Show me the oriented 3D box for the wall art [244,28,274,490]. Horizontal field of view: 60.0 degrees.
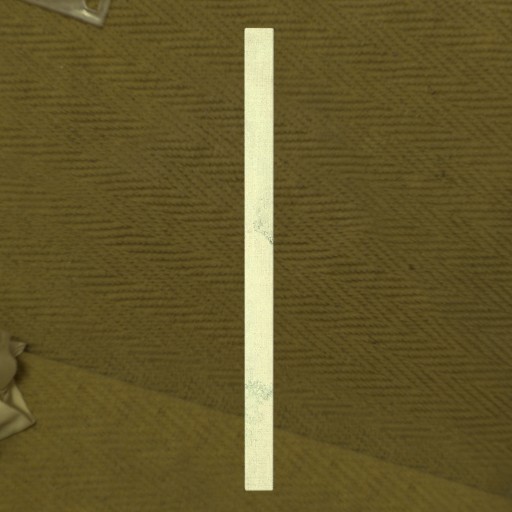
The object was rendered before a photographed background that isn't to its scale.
[{"bbox_3d":[0.000,0.000,0.890,0.040,0.612,0.612,0,92,-1],"label":"wall art"}]
